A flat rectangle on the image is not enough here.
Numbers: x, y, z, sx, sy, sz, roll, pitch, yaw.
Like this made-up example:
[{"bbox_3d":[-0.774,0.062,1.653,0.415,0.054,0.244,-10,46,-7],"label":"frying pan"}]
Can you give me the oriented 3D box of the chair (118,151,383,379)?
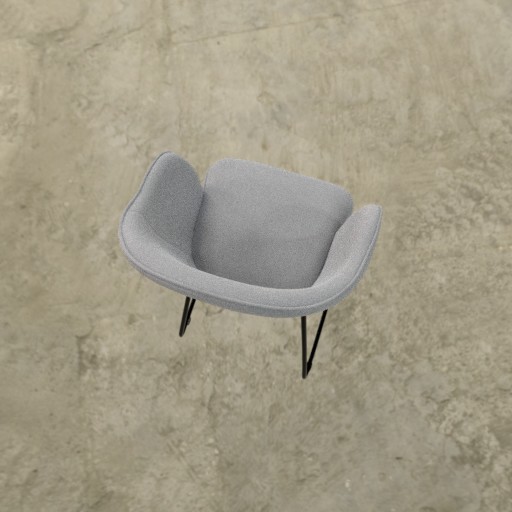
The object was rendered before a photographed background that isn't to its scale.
[{"bbox_3d":[0.000,0.000,1.232,0.570,0.817,0.592,16,64,8],"label":"chair"}]
